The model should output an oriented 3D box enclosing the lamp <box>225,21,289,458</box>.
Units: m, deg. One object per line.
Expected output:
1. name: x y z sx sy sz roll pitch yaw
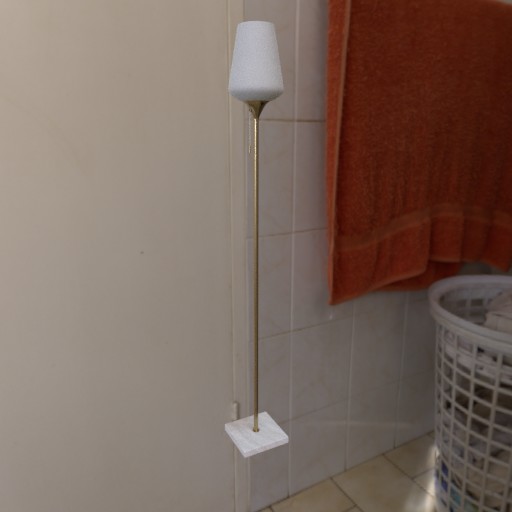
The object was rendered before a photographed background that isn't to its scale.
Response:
1. lamp: 0.000 0.000 1.921 0.232 1.813 0.229 -8 17 -26
